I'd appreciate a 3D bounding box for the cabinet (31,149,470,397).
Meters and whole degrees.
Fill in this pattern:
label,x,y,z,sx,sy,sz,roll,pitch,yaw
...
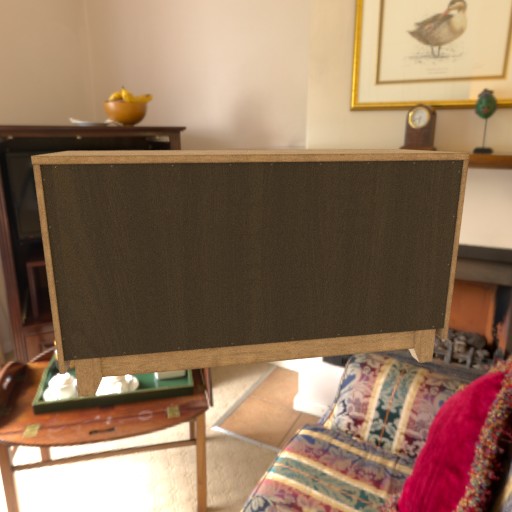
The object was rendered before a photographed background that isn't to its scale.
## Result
label,x,y,z,sx,sy,sz,roll,pitch,yaw
cabinet,0.000,0.000,1.800,1.460,0.825,0.511,-3,15,-10
